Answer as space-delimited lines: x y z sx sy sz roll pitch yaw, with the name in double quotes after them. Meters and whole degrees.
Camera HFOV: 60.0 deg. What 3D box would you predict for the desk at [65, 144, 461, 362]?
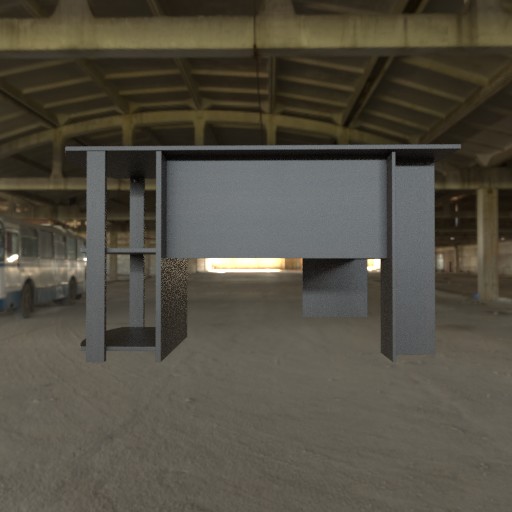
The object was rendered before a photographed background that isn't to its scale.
0.000 0.000 2.102 1.361 0.716 1.303 0 -1 1 "desk"
